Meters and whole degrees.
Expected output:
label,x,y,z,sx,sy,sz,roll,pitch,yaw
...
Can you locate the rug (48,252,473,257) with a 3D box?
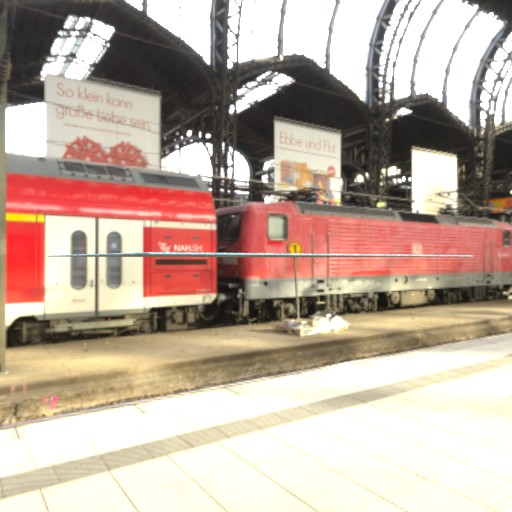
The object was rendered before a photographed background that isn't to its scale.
label,x,y,z,sx,sy,sz,roll,pitch,yaw
rug,0.000,0.000,3.949,2.980,0.012,2.363,0,-1,-36
